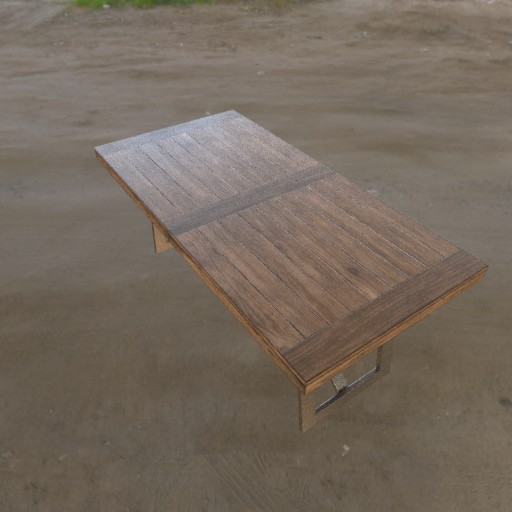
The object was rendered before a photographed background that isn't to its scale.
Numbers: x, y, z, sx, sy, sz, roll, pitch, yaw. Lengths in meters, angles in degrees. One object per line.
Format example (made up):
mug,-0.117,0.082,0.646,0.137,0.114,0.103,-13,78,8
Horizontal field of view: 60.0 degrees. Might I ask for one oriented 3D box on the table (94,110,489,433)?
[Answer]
table,0.000,0.000,2.367,0.931,0.757,1.867,-24,46,-26
